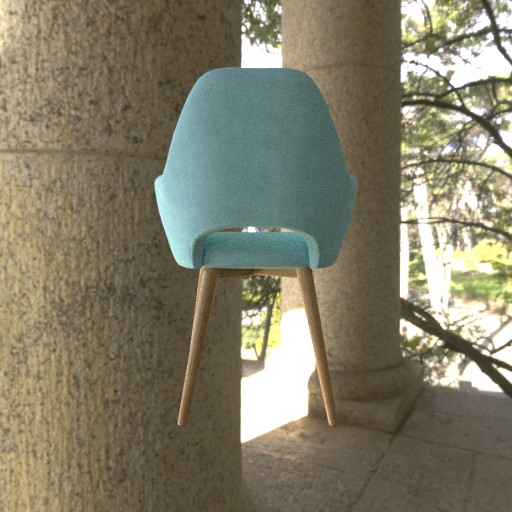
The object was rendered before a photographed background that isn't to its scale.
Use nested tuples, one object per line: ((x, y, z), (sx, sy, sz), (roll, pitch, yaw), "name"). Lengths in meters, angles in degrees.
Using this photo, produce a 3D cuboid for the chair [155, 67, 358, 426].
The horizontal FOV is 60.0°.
((0.000, 0.000, 1.263), (0.590, 0.840, 0.610), (0, 2, 0), "chair")
